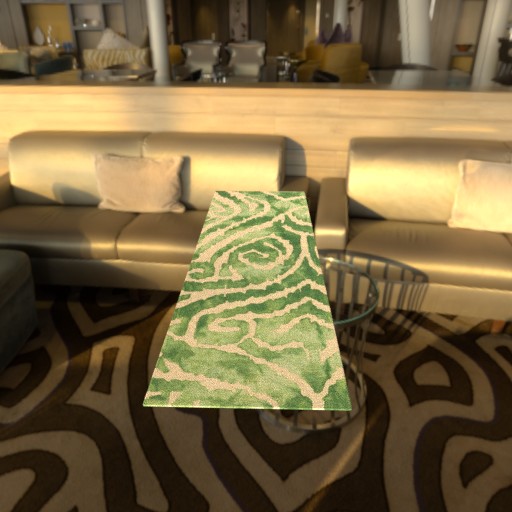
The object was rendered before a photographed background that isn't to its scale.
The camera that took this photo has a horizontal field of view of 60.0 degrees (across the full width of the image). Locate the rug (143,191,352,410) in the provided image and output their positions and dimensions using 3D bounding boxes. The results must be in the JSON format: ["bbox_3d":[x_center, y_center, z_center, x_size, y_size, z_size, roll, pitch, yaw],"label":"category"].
[{"bbox_3d":[0.000,0.000,2.695,0.761,0.006,2.438,1,27,1],"label":"rug"}]
